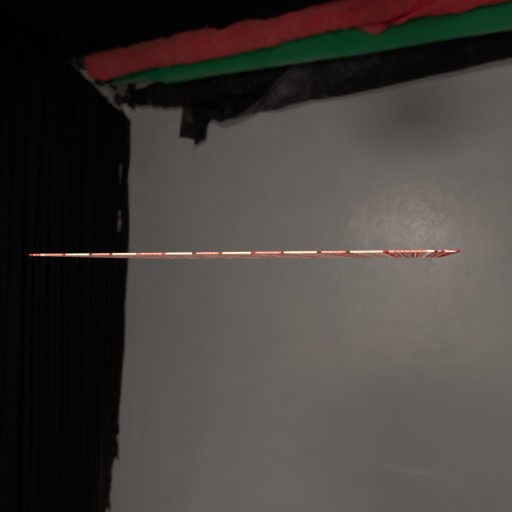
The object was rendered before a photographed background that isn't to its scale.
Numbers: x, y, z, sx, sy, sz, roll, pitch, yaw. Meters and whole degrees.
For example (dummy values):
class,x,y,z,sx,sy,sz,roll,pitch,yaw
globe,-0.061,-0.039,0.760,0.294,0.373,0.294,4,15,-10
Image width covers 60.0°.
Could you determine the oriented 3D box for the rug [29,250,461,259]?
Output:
class,x,y,z,sx,sy,sz,roll,pitch,yaw
rug,0.000,0.000,3.048,2.431,0.010,1.535,0,-1,20
